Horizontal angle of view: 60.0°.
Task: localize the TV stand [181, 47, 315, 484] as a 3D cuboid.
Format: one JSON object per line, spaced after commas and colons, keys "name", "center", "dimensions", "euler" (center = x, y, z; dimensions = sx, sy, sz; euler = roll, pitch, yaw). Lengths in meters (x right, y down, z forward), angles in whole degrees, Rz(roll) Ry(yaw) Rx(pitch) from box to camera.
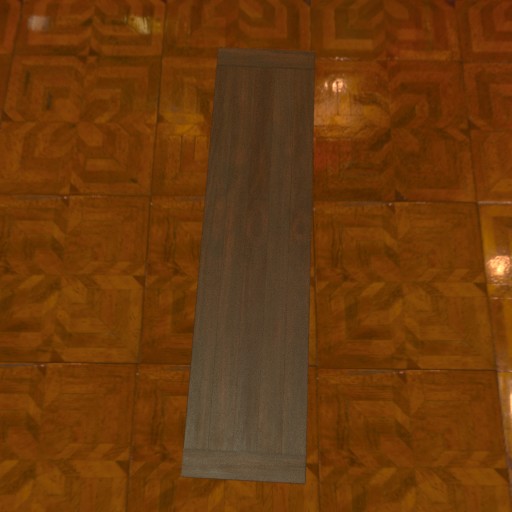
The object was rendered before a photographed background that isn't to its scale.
{"name": "TV stand", "center": [0.000, 0.000, 2.155], "dimensions": [0.471, 0.615, 1.866], "euler": [3, 75, 1]}
